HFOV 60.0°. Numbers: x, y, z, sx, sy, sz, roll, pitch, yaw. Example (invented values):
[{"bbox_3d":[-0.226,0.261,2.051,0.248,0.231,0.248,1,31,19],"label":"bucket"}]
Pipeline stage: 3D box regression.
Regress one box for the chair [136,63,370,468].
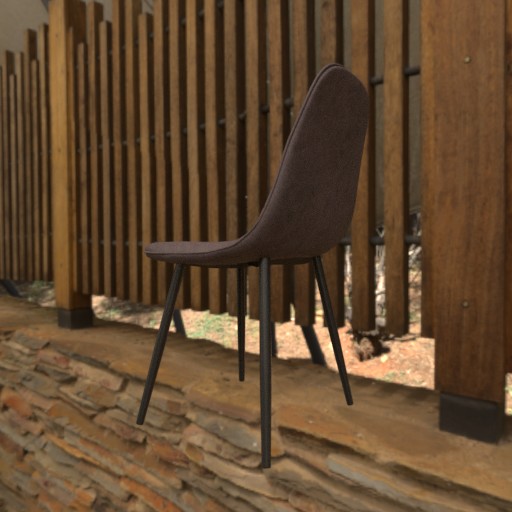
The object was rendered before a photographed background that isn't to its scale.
[{"bbox_3d":[0.000,0.000,1.222,0.561,0.889,0.472,1,2,35],"label":"chair"}]
